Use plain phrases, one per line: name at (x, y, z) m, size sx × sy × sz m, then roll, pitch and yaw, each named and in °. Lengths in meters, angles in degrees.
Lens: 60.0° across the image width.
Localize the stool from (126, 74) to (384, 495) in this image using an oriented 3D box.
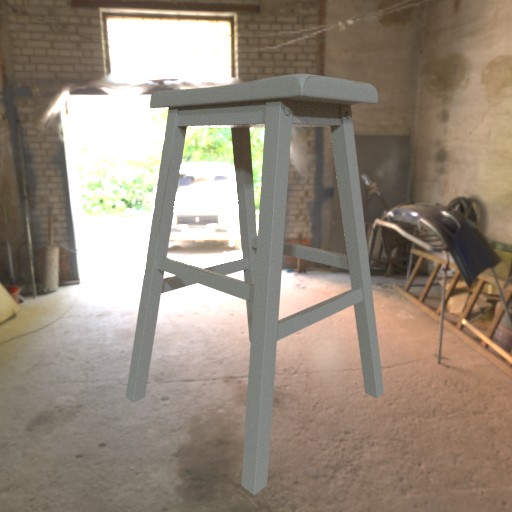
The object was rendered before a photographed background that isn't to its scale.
stool at (0.000, 0.000, 1.037) m, size 0.457 × 0.737 × 0.476 m, roll 14°, pitch 20°, yaw 43°
